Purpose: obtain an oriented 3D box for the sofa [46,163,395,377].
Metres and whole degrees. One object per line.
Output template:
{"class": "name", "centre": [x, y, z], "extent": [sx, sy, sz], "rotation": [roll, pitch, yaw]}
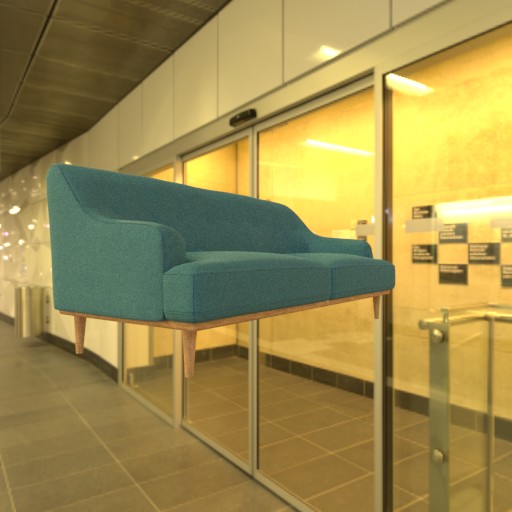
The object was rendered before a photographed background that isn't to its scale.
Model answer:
{"class": "sofa", "centre": [0.000, 0.000, 2.562], "extent": [0.978, 0.871, 2.057], "rotation": [0, 0, 36]}
